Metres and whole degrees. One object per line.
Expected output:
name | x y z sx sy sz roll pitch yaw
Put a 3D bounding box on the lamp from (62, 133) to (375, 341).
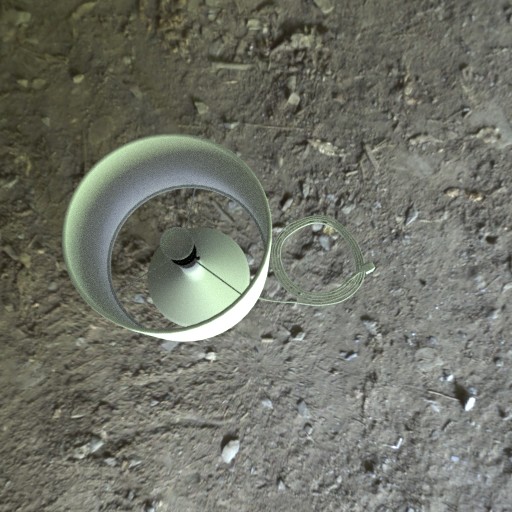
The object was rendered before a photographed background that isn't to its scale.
lamp | 0.000 0.000 0.866 0.546 0.457 0.401 15 77 4
